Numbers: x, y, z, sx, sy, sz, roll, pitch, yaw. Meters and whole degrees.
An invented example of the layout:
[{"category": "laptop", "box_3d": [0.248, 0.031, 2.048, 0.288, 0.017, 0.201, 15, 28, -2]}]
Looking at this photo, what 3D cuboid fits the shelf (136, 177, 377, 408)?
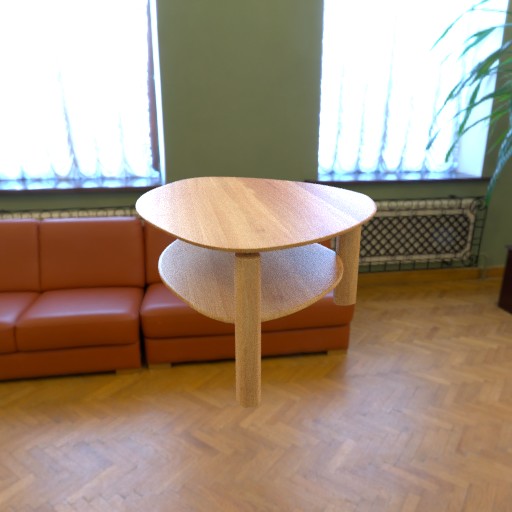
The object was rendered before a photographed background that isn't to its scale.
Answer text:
[{"category": "shelf", "box_3d": [0.000, 0.000, 1.679, 0.845, 0.440, 1.246, -3, 18, -10]}]
